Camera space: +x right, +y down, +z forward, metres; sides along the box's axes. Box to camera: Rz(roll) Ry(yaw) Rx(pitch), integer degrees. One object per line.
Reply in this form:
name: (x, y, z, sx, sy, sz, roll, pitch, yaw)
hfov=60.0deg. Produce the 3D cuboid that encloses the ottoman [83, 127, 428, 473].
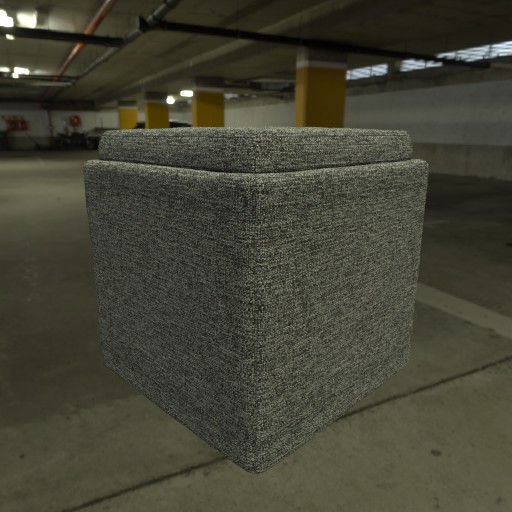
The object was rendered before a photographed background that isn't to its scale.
ottoman: (0.000, 0.000, 0.829, 0.450, 0.463, 0.450, 15, 22, 43)
